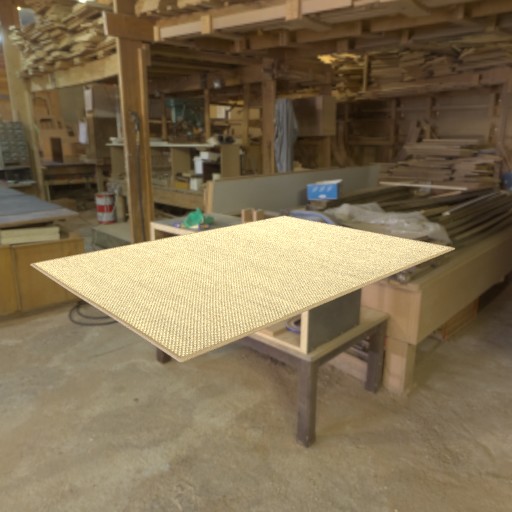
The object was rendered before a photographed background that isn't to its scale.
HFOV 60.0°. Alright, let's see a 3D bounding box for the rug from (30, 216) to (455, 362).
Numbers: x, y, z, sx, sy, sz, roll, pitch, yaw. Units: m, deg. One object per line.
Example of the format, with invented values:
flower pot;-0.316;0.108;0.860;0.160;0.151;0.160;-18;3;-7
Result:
rug;0.000;0.000;2.686;2.115;0.013;1.517;-15;22;-41
